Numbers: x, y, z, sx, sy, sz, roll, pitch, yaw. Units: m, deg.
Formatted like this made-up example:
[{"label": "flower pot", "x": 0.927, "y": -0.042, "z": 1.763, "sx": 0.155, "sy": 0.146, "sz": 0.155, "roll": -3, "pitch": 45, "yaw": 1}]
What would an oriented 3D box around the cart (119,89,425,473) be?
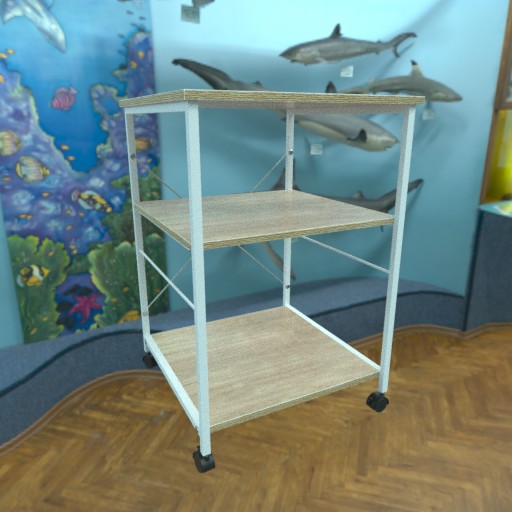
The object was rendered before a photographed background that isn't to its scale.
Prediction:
[{"label": "cart", "x": 0.000, "y": 0.000, "z": 1.139, "sx": 0.521, "sy": 0.762, "sz": 0.520, "roll": -9, "pitch": 19, "yaw": -26}]
